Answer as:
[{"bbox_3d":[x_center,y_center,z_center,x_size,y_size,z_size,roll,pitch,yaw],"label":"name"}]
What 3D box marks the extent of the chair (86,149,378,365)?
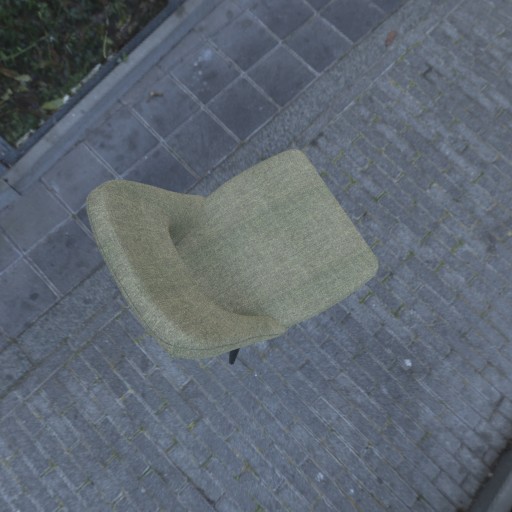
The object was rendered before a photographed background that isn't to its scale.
[{"bbox_3d":[0.000,0.000,1.277,0.612,0.931,0.470,-30,77,-8],"label":"chair"}]
